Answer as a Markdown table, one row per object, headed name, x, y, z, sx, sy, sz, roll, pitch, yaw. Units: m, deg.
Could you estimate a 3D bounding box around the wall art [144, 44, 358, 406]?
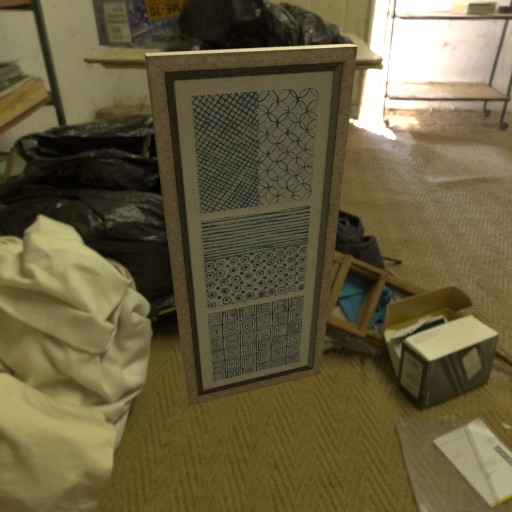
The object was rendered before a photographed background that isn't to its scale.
| name | x | y | z | sx | sy | sz | roll | pitch | yaw |
| --- | --- | --- | --- | --- | --- | --- | --- | --- | --- |
| wall art | 0.000 | 0.000 | 1.713 | 0.648 | 1.461 | 0.051 | -10 | 34 | -14 |
